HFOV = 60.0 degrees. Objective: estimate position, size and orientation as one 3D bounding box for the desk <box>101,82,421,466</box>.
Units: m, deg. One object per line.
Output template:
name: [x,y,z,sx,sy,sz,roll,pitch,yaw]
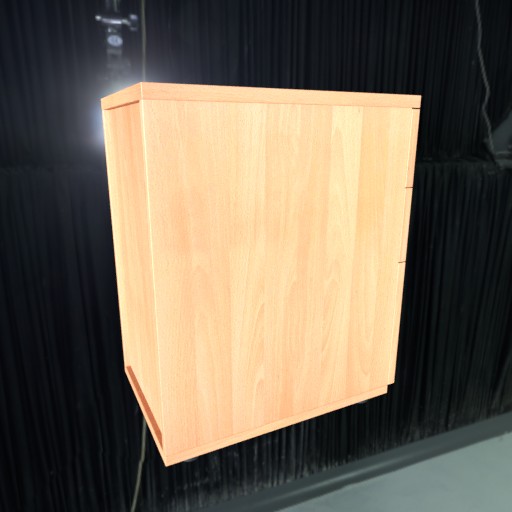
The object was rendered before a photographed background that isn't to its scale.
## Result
desk: [0.000,0.000,1.080,0.600,0.730,0.404,-8,17,-26]
